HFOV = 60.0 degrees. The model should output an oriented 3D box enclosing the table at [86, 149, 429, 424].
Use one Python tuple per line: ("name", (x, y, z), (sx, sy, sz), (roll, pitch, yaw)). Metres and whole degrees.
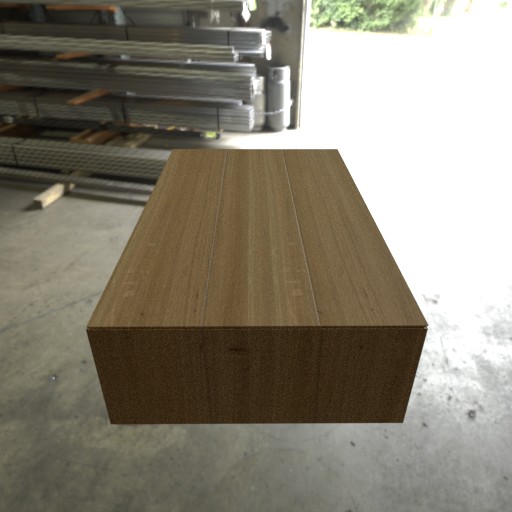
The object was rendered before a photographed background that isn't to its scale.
("table", (0.000, 0.000, 1.439), (0.678, 0.353, 1.110), (0, 31, 0))
